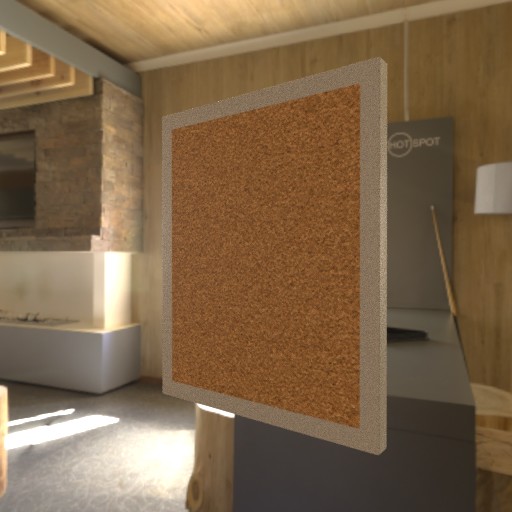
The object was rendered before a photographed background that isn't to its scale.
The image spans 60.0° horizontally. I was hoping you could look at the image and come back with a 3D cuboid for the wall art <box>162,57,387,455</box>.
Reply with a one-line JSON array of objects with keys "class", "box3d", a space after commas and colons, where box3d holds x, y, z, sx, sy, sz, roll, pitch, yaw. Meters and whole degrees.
[{"class": "wall art", "box3d": [0.000, 0.000, 0.765, 0.454, 0.556, 0.028, 0, 1, 37]}]
